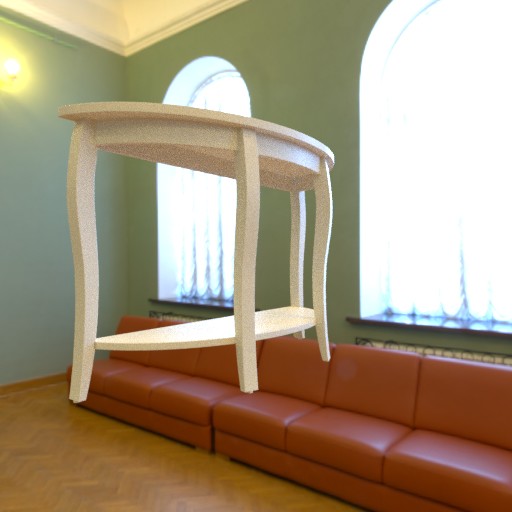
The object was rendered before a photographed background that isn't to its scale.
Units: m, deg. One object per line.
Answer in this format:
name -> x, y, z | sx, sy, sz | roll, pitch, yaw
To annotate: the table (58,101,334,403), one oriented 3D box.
table -> 0.000, 0.000, 1.539 | 0.394, 0.780, 1.219 | 0, 0, 37
